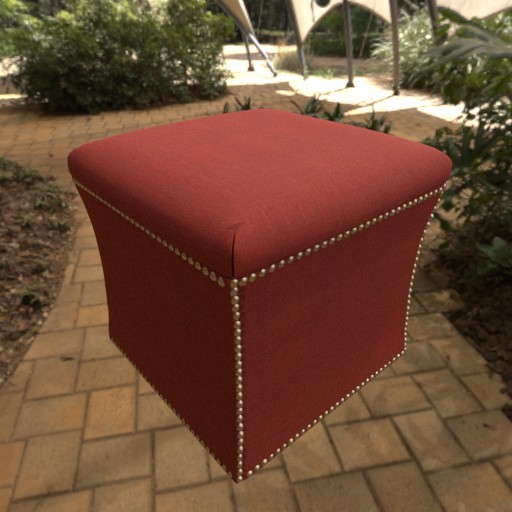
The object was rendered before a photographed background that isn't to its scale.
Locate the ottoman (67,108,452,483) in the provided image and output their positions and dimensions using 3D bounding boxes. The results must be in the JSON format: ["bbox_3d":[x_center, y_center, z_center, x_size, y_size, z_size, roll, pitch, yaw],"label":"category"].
[{"bbox_3d":[0.000,0.000,0.870,0.507,0.475,0.497,-23,37,-34],"label":"ottoman"}]
